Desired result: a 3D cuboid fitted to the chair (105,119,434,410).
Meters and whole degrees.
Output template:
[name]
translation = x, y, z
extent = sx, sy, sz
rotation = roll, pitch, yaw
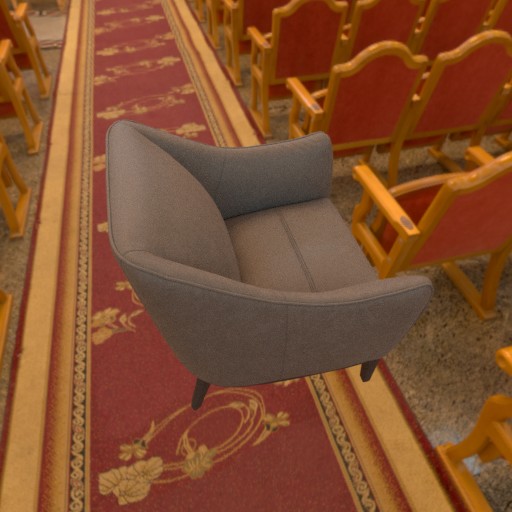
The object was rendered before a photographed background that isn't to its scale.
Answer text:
[chair]
translation = 0.000, 0.000, 1.573
extent = 0.852, 0.830, 0.871
rotation = -10, 46, -10
